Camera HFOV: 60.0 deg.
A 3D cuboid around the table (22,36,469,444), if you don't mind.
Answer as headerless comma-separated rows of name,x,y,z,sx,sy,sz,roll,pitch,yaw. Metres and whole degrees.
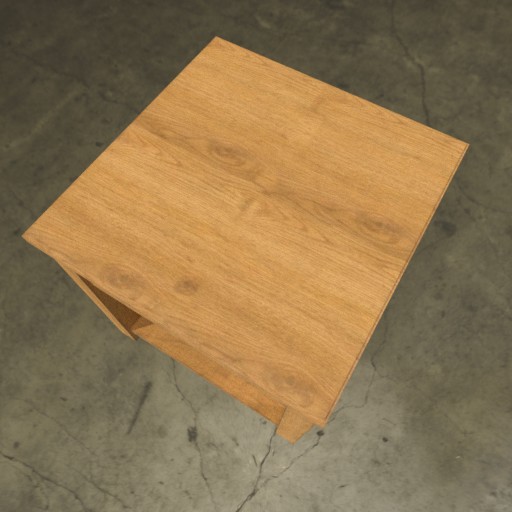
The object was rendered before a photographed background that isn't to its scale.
table,0.000,0.000,1.092,0.612,0.593,0.616,29,67,14
